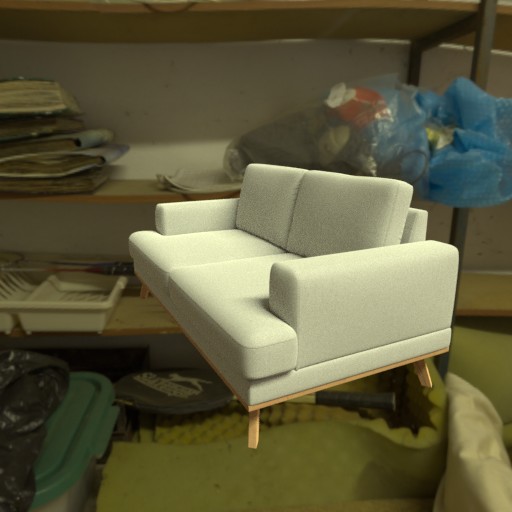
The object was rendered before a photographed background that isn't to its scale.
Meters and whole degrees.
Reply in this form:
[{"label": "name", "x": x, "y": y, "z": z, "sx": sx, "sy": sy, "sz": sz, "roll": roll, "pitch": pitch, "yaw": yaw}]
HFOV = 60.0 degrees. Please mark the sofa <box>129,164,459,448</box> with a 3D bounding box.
[{"label": "sofa", "x": 0.000, "y": 0.000, "z": 2.160, "sx": 0.915, "sy": 0.810, "sz": 1.651, "roll": -8, "pitch": 17, "yaw": -26}]
